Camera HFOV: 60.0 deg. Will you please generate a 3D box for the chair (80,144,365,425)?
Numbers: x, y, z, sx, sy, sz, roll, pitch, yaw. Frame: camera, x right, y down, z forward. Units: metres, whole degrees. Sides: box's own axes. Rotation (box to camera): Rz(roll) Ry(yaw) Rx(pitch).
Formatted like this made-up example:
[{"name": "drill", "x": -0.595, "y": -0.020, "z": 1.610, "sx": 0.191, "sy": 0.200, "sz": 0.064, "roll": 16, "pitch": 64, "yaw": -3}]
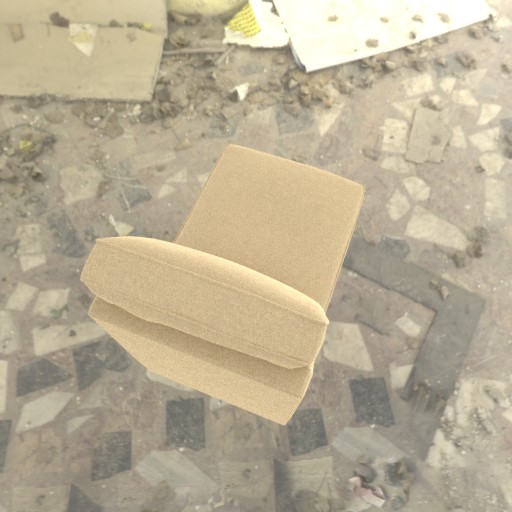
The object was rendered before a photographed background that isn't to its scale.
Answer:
[{"name": "chair", "x": 0.000, "y": 0.000, "z": 1.598, "sx": 0.621, "sy": 0.970, "sz": 0.938, "roll": 19, "pitch": 65, "yaw": 9}]
